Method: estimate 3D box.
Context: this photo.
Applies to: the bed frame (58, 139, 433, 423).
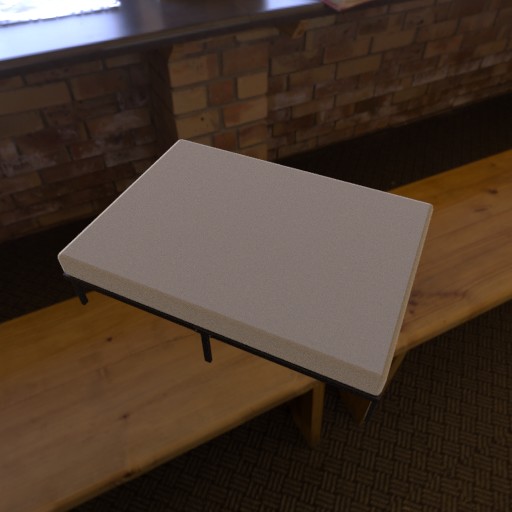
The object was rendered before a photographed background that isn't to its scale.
[{"bbox_3d":[0.000,0.000,3.935,2.842,0.680,2.205,24,51,21],"label":"bed frame"}]
